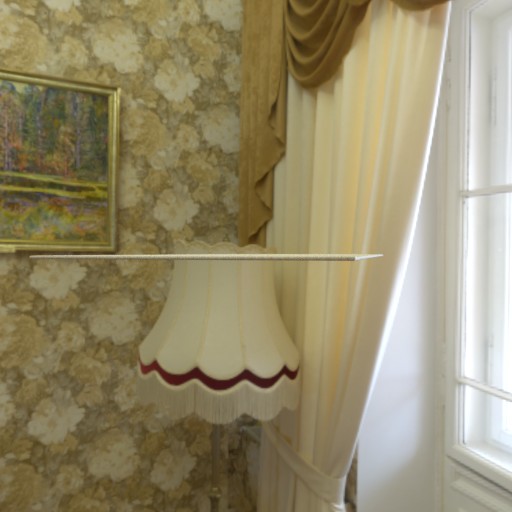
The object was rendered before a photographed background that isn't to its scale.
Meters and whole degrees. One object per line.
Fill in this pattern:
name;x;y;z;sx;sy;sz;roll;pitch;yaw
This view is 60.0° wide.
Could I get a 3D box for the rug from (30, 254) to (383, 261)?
rug;0.000;0.000;2.375;1.238;0.014;1.848;0;0;18
